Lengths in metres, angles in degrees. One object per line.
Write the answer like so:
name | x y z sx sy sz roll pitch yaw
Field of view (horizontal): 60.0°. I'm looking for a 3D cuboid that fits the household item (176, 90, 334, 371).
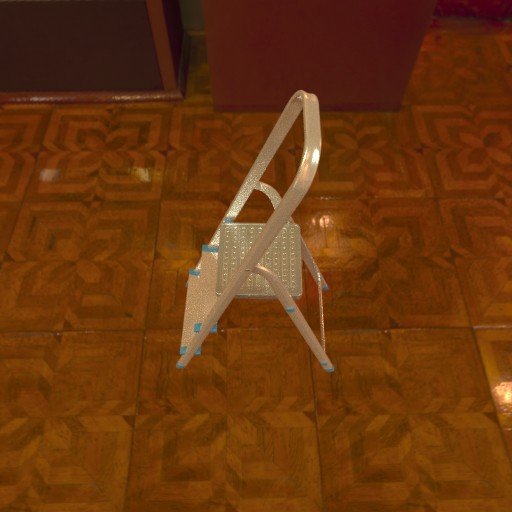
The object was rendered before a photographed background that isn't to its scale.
household item | 0.000 0.000 1.517 0.687 1.215 0.420 1 59 1
